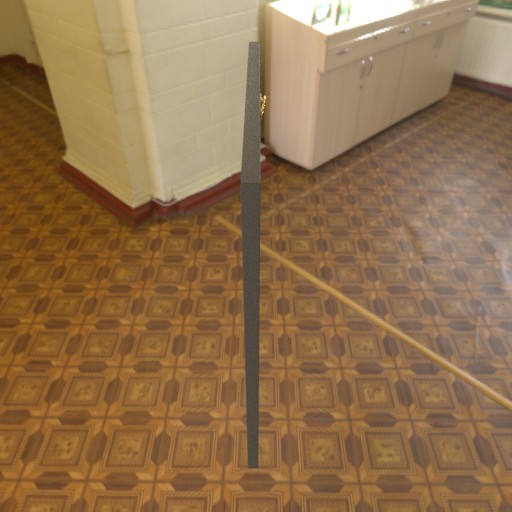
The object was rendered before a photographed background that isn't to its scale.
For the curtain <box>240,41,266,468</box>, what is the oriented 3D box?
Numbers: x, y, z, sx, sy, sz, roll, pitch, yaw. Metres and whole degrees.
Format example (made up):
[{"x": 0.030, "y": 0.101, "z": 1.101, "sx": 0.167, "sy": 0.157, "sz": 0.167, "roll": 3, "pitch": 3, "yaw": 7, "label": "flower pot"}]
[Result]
[{"x": 0.000, "y": 0.000, "z": 0.788, "sx": 0.027, "sy": 0.585, "sz": 0.483, "roll": 0, "pitch": 40, "yaw": 0, "label": "curtain"}]
